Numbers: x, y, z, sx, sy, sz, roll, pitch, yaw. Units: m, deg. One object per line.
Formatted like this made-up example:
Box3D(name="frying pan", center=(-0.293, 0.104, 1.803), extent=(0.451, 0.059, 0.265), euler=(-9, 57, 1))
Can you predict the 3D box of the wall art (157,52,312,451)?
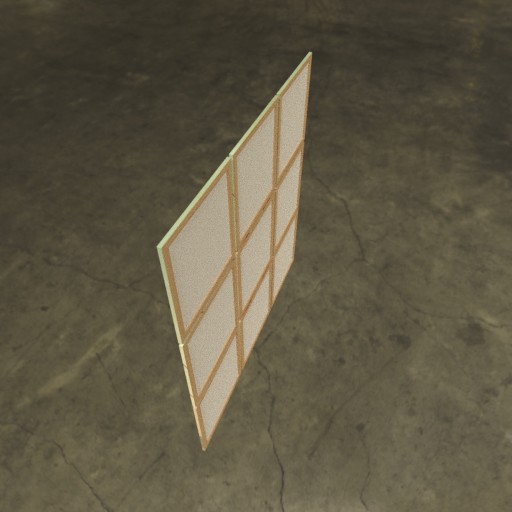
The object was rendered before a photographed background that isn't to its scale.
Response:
Box3D(name="wall art", center=(0.000, 0.000, 1.847), extent=(0.013, 1.219, 1.214), euler=(16, 48, 15))
